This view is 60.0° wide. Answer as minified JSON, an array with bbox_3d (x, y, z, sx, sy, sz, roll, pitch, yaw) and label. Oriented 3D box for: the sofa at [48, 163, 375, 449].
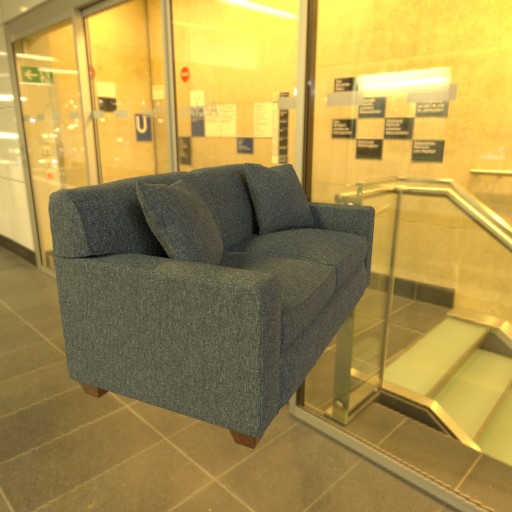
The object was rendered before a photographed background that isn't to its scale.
[{"bbox_3d":[0.000,0.000,2.451,0.998,0.958,1.846,7,17,25],"label":"sofa"}]
